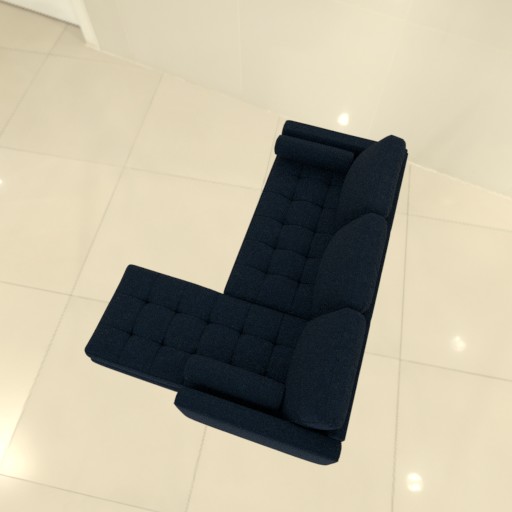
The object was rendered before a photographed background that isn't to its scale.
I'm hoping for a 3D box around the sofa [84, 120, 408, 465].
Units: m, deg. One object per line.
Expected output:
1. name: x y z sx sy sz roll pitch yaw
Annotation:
1. sofa: 0.000 0.000 2.987 1.613 0.841 2.185 16 64 8
